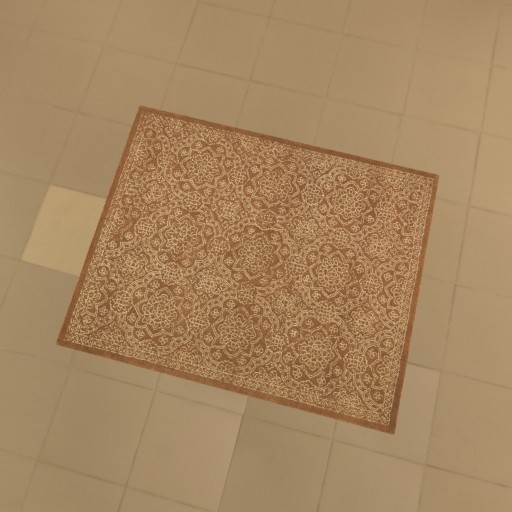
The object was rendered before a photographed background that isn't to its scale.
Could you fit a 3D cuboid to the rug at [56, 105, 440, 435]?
[{"bbox_3d":[0.000,0.000,4.112,3.050,0.015,2.441,14,77,3],"label":"rug"}]
